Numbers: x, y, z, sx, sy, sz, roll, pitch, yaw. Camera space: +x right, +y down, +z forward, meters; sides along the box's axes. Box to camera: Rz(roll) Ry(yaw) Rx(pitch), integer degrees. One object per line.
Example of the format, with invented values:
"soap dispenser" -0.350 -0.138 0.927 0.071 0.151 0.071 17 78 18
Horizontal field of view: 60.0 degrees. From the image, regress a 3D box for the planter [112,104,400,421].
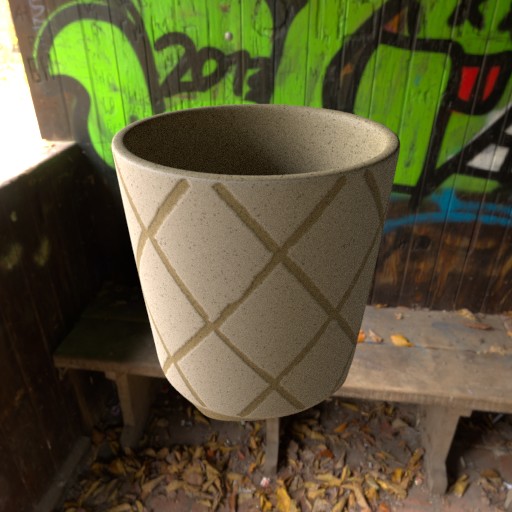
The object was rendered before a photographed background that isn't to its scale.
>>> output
"planter" 0.000 0.000 0.420 0.228 0.235 0.228 0 30 0
